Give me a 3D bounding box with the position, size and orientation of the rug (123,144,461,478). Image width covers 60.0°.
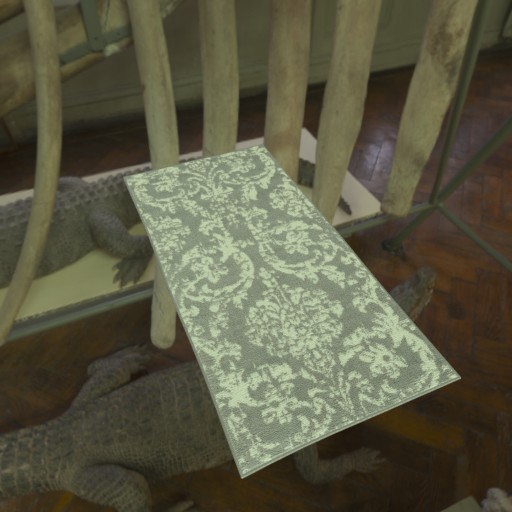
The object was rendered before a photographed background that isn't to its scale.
[{"bbox_3d":[0.000,0.000,1.433,0.604,0.007,1.219,-17,48,-16],"label":"rug"}]
